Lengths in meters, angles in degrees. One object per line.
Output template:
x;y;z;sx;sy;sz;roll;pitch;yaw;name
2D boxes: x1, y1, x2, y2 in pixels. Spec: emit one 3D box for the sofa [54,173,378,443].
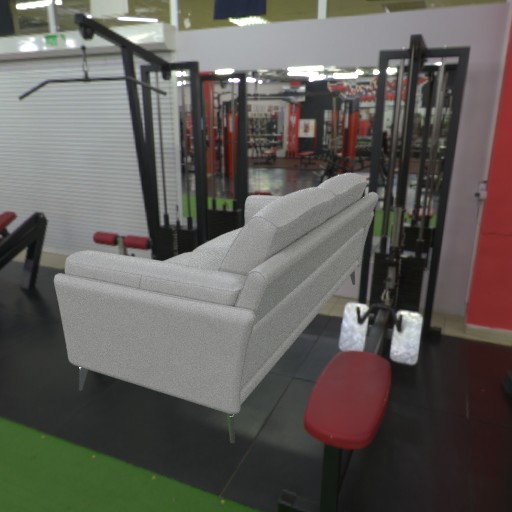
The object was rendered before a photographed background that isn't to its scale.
0.000;0.000;2.701;1.049;0.930;2.101;8;19;25;sofa
